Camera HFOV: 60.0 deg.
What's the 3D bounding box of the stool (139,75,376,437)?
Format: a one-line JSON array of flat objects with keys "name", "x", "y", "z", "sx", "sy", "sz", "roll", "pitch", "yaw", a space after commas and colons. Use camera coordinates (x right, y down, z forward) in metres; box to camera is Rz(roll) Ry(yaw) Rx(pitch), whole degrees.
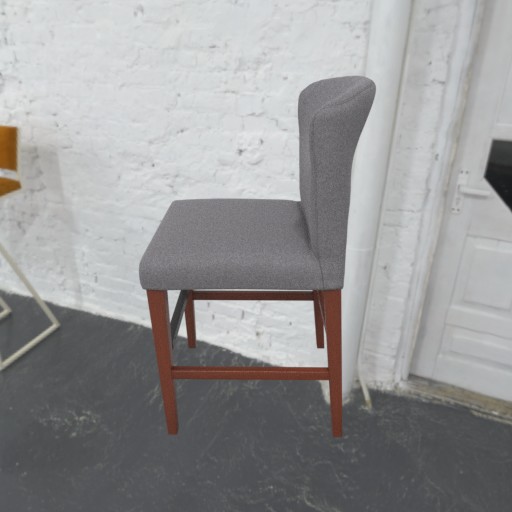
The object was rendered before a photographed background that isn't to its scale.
[{"name": "stool", "x": 0.000, "y": 0.000, "z": 1.289, "sx": 0.568, "sy": 0.968, "sz": 0.481, "roll": 0, "pitch": 26, "yaw": 1}]
